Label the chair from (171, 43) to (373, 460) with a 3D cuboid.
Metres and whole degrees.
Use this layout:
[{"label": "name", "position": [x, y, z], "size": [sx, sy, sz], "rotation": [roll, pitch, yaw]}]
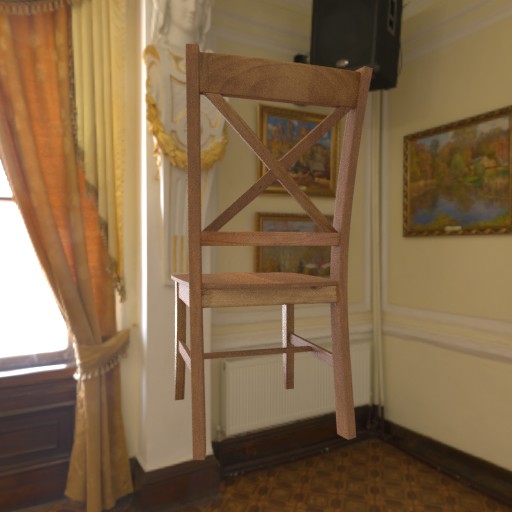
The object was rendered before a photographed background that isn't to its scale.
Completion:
[{"label": "chair", "position": [0.000, 0.000, 1.328], "size": [0.485, 0.983, 0.542], "rotation": [0, 1, -17]}]
